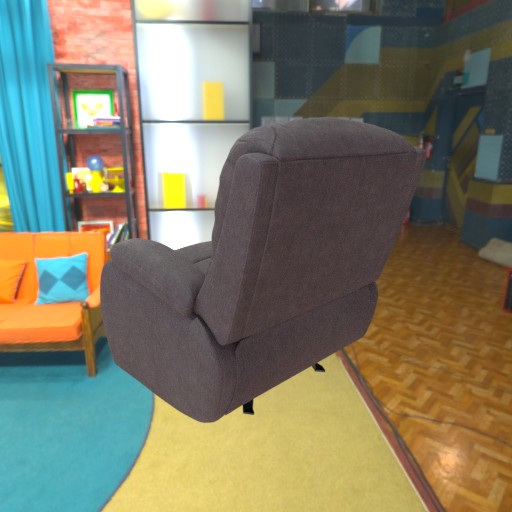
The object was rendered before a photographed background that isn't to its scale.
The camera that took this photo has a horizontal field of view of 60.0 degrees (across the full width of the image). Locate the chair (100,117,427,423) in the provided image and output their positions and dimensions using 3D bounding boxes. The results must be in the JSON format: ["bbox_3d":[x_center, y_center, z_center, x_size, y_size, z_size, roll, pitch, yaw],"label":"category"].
[{"bbox_3d":[0.000,0.000,1.717,0.930,1.011,0.899,-15,21,-42],"label":"chair"}]
